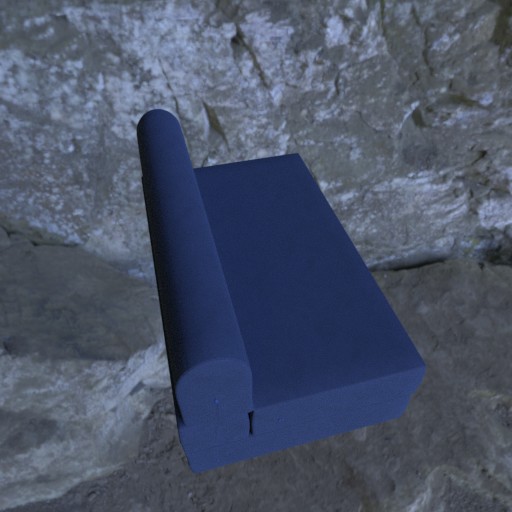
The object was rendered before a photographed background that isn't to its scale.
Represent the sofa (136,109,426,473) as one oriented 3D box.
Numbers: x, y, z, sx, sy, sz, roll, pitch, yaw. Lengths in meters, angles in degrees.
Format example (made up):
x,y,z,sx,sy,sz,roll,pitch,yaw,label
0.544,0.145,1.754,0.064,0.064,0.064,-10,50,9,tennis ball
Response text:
x,y,z,sx,sy,sz,roll,pitch,yaw,label
0.000,0.000,1.676,0.762,0.660,1.219,-11,47,-10,sofa
